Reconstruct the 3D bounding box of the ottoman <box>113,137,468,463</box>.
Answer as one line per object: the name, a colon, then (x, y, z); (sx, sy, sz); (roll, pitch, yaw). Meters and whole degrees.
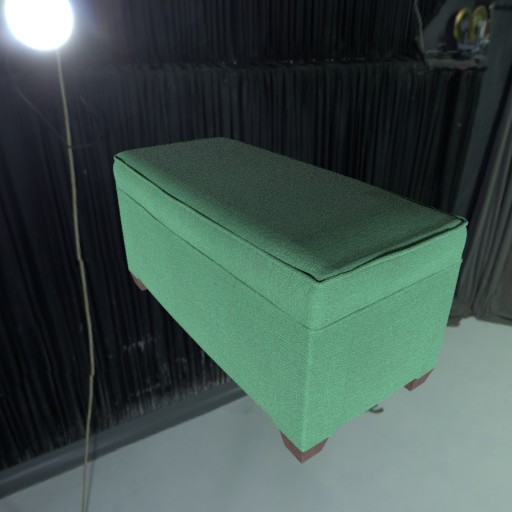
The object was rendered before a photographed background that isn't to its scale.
ottoman: (0.000, 0.000, 1.230); (0.483, 0.471, 0.957); (-18, 32, -31)
